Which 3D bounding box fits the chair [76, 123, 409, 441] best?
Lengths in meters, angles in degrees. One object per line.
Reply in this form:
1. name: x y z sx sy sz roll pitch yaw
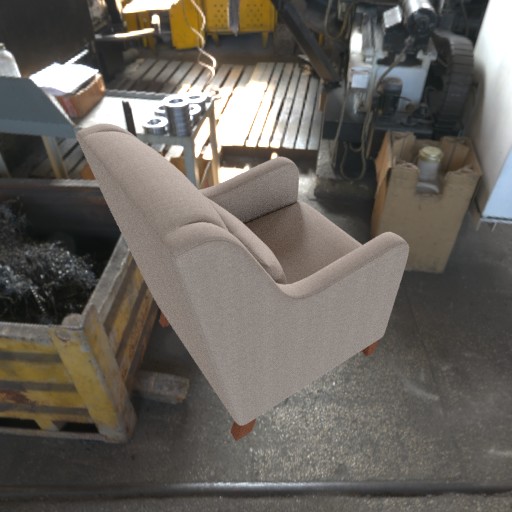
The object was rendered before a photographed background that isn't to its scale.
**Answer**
1. chair: 0.000 0.000 1.644 0.890 1.017 0.715 -24 47 -24
